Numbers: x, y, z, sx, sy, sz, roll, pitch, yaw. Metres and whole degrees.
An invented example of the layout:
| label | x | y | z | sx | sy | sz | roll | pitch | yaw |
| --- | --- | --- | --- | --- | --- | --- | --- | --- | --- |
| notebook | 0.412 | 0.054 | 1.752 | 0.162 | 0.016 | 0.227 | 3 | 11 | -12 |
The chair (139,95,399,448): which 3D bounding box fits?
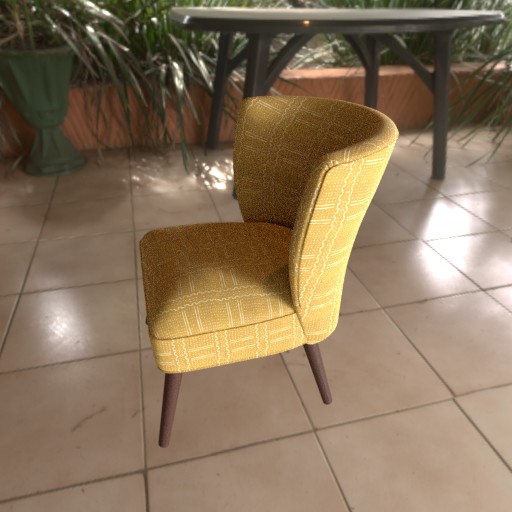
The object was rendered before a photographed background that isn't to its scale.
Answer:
| label | x | y | z | sx | sy | sz | roll | pitch | yaw |
| --- | --- | --- | --- | --- | --- | --- | --- | --- | --- |
| chair | 0.000 | 0.000 | 1.411 | 0.758 | 0.866 | 0.706 | -8 | 32 | -14 |
